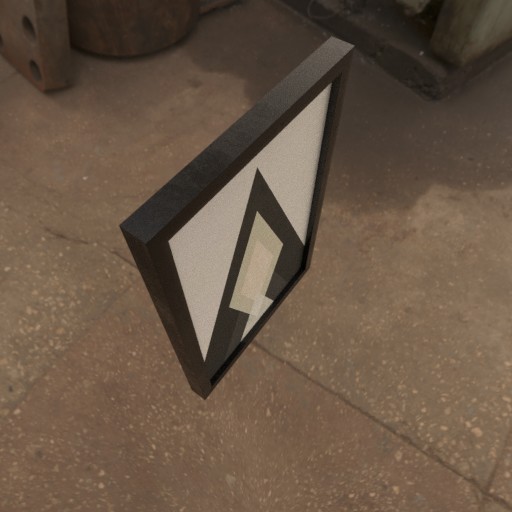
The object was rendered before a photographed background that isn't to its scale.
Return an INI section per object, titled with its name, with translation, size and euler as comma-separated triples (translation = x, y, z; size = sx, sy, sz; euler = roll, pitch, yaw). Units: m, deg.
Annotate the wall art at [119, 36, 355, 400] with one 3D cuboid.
[wall art]
translation = 0.000, 0.000, 0.597
size = 0.031, 0.457, 0.313
euler = 32, 63, 19
